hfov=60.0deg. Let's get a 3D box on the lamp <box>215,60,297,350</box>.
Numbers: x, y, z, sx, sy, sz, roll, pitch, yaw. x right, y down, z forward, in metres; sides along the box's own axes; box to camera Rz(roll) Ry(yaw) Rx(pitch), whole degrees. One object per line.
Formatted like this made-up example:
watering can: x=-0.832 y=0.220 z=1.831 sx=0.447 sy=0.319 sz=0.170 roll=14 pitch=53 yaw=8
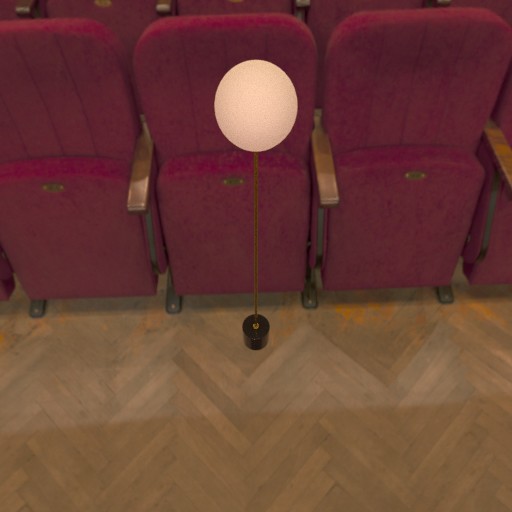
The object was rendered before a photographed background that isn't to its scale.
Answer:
lamp: x=0.000 y=0.000 z=1.857 sx=0.229 sy=1.748 sz=0.229 roll=-2 pitch=57 yaw=-1
